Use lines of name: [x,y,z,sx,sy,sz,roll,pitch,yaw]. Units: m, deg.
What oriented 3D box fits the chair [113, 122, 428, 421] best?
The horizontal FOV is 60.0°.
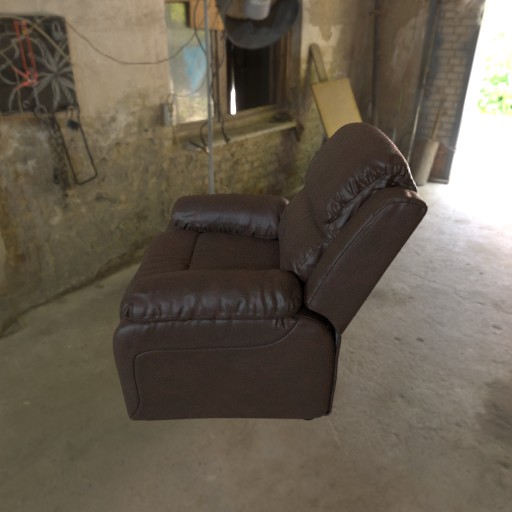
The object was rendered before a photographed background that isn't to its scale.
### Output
chair: [0.000,0.000,1.257,0.707,0.702,0.680,1,28,1]
